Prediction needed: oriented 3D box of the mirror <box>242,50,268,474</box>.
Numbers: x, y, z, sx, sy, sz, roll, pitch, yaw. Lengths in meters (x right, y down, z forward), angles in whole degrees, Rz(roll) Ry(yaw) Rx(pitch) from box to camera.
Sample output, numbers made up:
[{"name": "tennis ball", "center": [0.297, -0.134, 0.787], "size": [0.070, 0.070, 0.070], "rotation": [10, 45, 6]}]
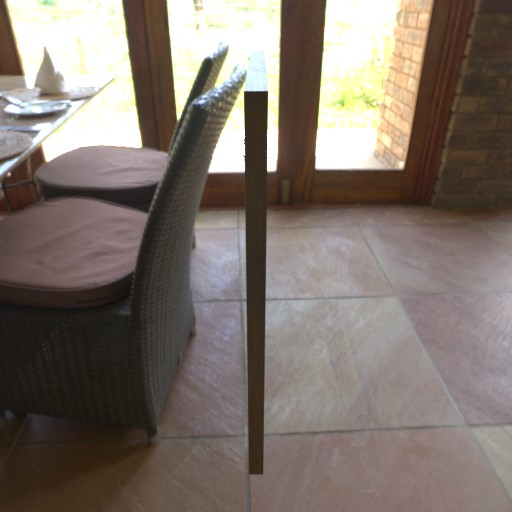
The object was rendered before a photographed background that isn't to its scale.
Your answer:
[{"name": "mirror", "center": [0.000, 0.000, 1.145], "size": [0.041, 0.915, 0.609], "rotation": [0, 30, 0]}]
